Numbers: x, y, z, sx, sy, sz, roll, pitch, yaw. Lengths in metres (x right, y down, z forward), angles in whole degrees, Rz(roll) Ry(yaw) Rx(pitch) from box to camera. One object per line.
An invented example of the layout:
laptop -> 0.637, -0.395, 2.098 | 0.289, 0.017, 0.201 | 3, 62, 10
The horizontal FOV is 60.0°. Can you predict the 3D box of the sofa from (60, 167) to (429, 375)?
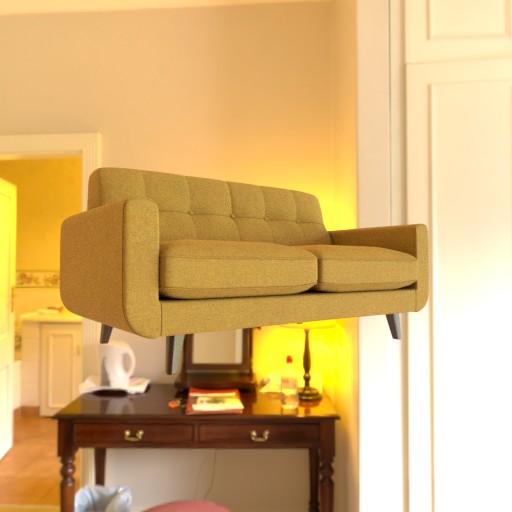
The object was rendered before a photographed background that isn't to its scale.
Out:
sofa -> 0.000, 0.000, 2.191 | 1.631, 0.841, 0.909 | 1, -2, -36
